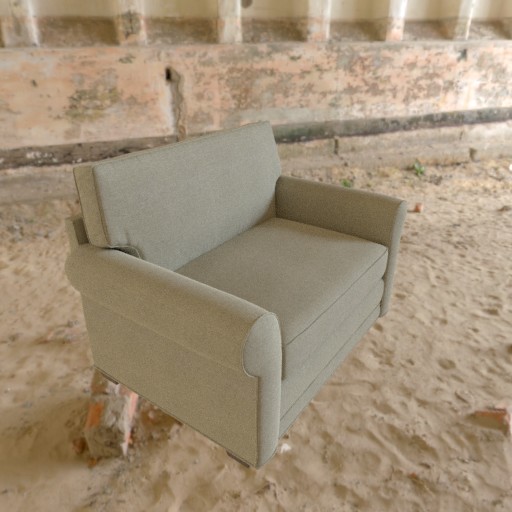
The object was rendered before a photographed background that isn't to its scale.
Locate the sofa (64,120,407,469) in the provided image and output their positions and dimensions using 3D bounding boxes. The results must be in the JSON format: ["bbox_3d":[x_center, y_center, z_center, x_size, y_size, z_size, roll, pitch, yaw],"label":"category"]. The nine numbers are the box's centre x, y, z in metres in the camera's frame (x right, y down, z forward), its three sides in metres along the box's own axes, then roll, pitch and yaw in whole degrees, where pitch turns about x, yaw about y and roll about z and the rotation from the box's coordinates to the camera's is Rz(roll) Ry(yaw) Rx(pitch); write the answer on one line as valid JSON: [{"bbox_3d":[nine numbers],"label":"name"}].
[{"bbox_3d":[0.000,0.000,2.023,0.936,0.991,1.405,18,32,31],"label":"sofa"}]
